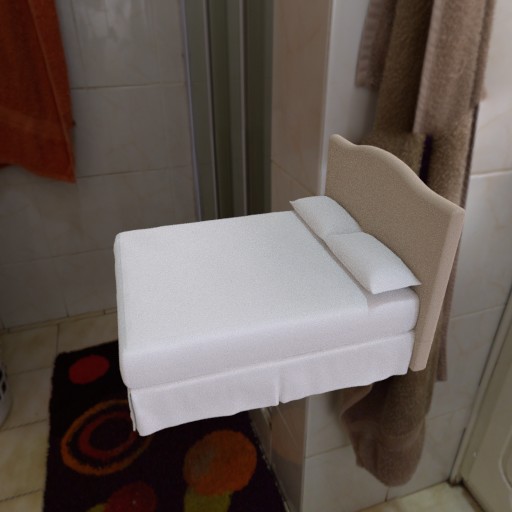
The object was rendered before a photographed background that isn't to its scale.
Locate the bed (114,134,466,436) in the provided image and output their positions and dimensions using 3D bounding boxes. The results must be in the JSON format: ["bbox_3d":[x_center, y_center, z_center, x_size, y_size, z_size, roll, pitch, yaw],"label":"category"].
[{"bbox_3d":[0.000,0.000,3.276,2.052,1.398,1.678,-8,31,-14],"label":"bed"}]
